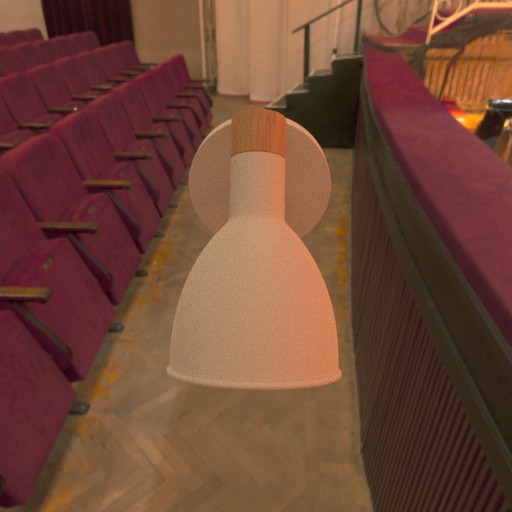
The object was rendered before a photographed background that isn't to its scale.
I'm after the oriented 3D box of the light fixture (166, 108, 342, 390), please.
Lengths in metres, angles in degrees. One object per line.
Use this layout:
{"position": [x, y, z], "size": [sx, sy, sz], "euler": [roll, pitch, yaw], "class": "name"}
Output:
{"position": [0.000, 0.000, 0.332], "size": [0.127, 0.199, 0.209], "euler": [1, 30, 2], "class": "light fixture"}
